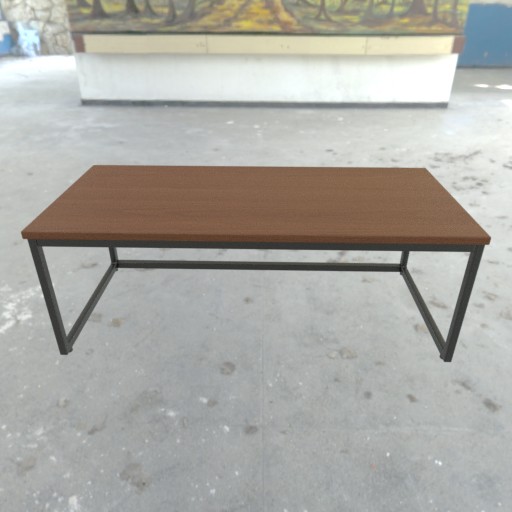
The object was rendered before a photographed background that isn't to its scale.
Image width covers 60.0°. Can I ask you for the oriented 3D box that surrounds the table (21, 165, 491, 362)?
[{"bbox_3d":[0.000,0.000,1.349,1.100,0.400,0.500,1,30,1],"label":"table"}]
